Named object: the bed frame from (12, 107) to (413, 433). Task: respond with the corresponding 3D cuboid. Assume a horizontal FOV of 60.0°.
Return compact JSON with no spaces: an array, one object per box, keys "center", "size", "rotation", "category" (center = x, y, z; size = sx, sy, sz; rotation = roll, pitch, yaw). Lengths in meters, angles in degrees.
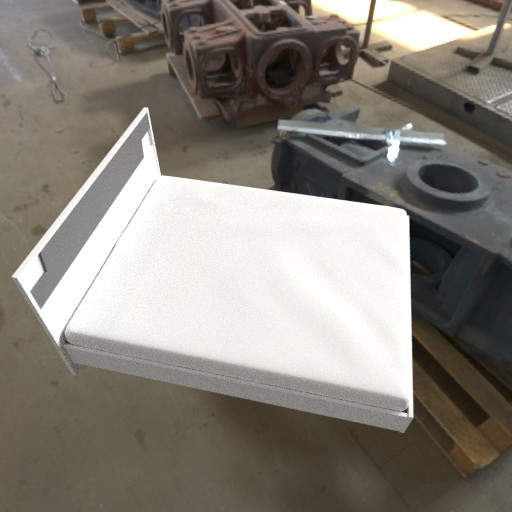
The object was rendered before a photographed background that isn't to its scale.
[{"center":[0.000,0.000,2.973],"size":[2.100,1.001,1.711],"rotation":[9,48,8],"category":"bed frame"}]
